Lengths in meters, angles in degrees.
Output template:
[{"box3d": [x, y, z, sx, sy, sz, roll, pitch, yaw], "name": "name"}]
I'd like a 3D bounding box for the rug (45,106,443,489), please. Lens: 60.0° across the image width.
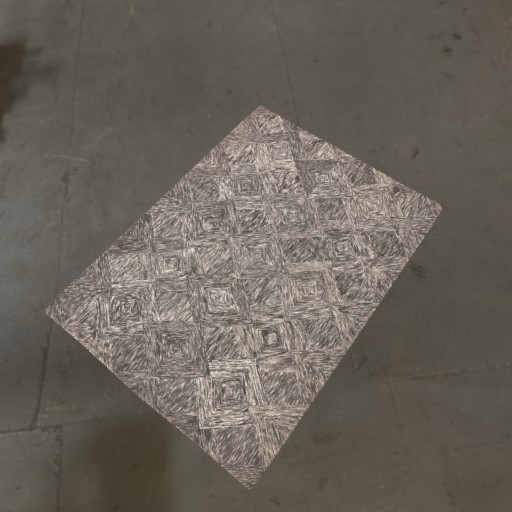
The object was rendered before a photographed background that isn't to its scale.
[{"box3d": [0.000, 0.000, 5.367, 2.997, 0.020, 4.093, 34, 67, 17], "name": "rug"}]
